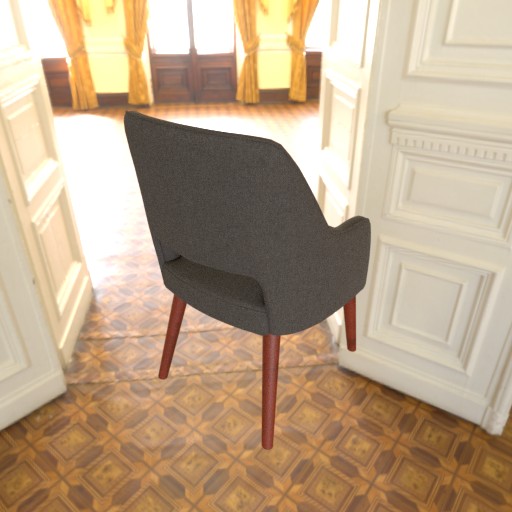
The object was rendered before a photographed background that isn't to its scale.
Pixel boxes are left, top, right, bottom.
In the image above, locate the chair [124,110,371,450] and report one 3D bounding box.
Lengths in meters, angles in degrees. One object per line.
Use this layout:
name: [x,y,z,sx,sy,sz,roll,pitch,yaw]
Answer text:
chair: [0.000,0.000,1.249,0.559,0.838,0.560,21,36,32]
